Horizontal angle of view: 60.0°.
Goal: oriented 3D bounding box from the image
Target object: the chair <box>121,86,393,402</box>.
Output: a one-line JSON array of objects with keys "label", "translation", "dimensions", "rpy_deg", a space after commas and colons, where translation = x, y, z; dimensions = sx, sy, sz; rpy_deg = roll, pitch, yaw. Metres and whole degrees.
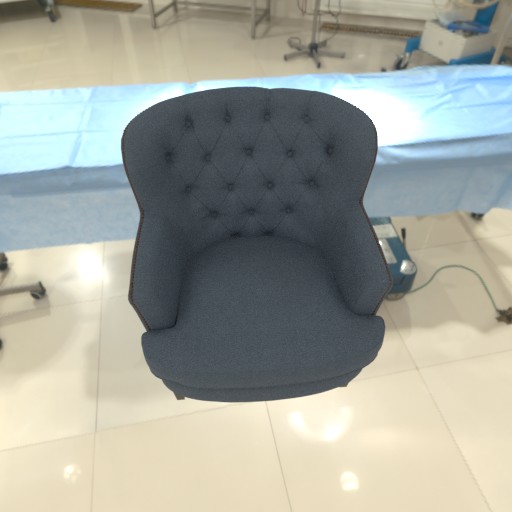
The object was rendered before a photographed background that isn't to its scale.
[{"label": "chair", "translation": [0.000, 0.000, 1.596], "dimensions": [0.848, 0.868, 0.906], "rpy_deg": [-3, 46, -3]}]
